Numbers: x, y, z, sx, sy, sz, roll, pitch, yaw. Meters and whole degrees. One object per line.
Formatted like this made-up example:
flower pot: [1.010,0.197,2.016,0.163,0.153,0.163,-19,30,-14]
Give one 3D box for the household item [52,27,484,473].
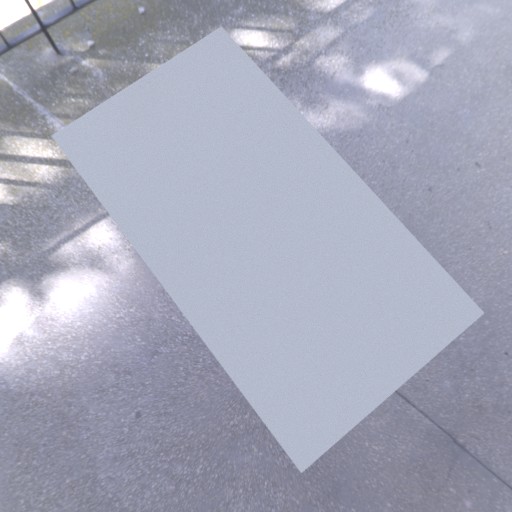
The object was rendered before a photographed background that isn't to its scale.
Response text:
household item: [0.000,0.000,1.539,0.597,0.749,1.100,-37,78,-9]
